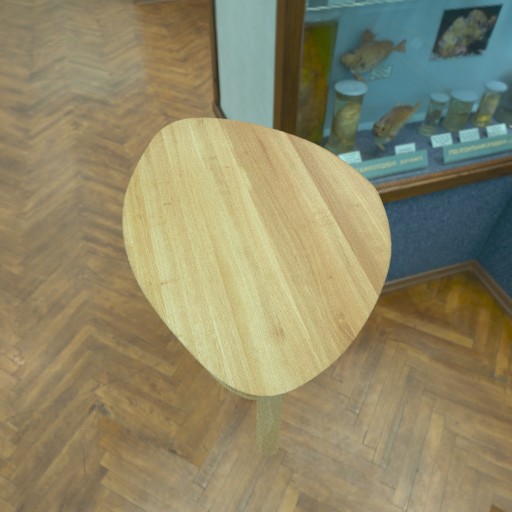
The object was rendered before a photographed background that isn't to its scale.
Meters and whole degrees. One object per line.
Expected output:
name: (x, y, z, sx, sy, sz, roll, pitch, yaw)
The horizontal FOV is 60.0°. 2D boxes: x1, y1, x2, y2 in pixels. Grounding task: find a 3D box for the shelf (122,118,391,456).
shelf: (0.000, 0.000, 1.596, 0.845, 0.440, 1.246, -12, 48, -11)
